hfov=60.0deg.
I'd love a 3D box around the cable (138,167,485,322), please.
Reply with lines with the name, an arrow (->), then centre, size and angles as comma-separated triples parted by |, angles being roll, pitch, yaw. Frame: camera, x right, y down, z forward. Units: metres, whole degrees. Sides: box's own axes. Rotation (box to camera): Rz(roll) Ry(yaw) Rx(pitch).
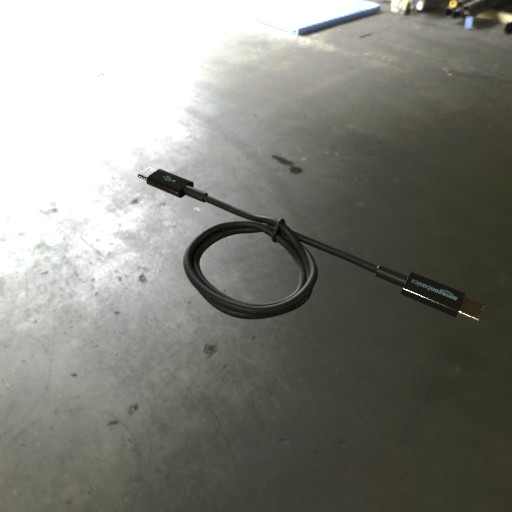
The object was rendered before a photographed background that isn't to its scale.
cable -> 0.000, 0.000, 0.217 | 0.203, 0.014, 0.070 | 24, 49, 23
